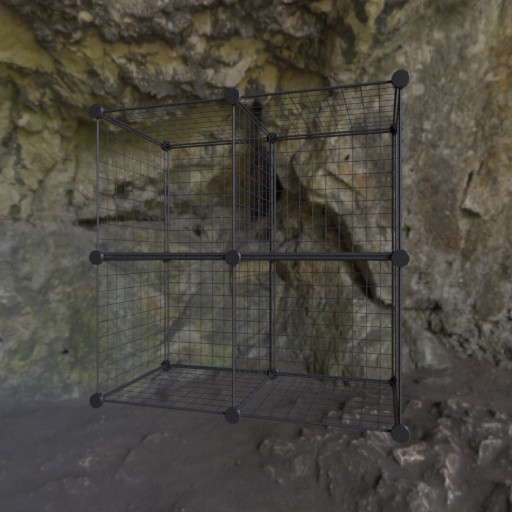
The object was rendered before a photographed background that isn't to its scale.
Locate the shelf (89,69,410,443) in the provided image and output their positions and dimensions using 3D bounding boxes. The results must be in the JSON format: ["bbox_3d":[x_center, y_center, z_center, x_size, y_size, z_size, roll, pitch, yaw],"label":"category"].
[{"bbox_3d":[0.000,0.000,1.110,0.711,0.711,0.356,0,0,16],"label":"shelf"}]
